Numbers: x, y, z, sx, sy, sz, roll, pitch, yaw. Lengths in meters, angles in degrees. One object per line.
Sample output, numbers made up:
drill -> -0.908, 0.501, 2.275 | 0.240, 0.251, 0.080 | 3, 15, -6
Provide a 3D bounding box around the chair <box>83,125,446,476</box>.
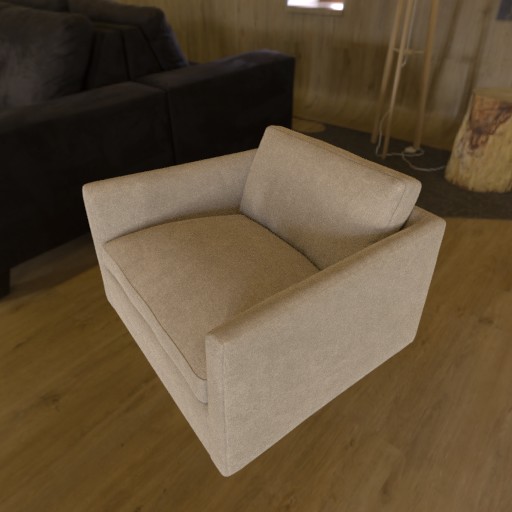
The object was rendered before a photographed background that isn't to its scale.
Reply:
chair -> 0.000, 0.000, 1.910 | 1.091, 0.845, 1.190 | -21, 39, -28
